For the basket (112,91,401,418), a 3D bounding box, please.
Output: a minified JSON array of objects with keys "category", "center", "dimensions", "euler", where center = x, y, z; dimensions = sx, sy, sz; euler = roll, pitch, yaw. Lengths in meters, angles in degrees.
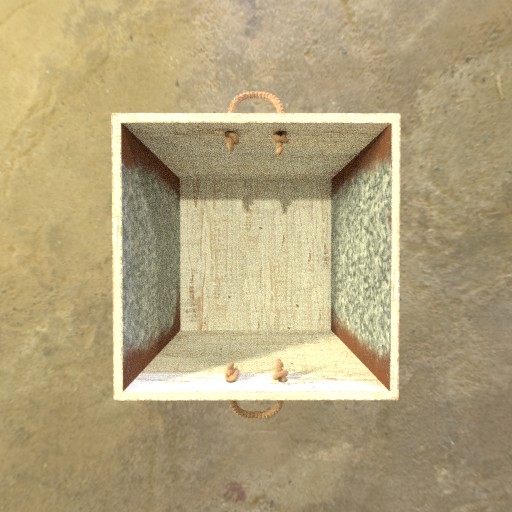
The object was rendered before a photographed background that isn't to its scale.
[{"category":"basket","center":[0.000,0.000,0.760],"dimensions":[0.413,0.247,0.545],"euler":[0,91,0]}]
